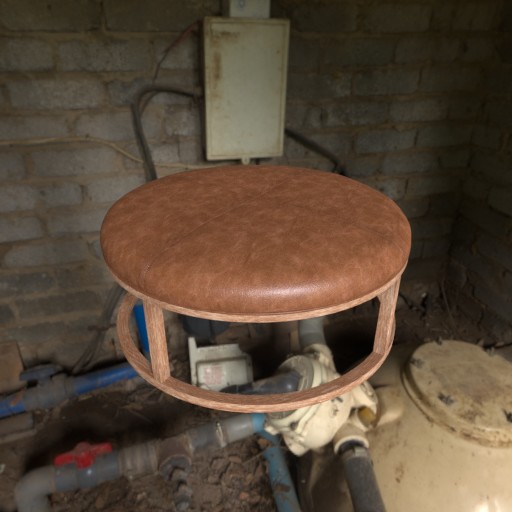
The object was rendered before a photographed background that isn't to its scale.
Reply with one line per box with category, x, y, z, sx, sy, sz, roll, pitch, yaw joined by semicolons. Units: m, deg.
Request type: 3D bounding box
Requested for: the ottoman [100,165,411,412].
ottoman;0.000;0.000;1.554;1.006;0.445;1.006;0;28;0
